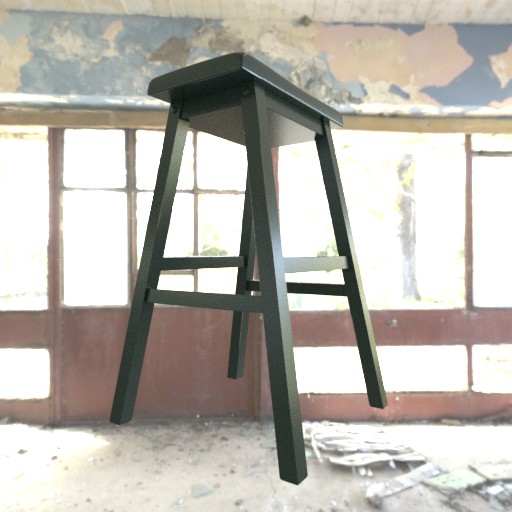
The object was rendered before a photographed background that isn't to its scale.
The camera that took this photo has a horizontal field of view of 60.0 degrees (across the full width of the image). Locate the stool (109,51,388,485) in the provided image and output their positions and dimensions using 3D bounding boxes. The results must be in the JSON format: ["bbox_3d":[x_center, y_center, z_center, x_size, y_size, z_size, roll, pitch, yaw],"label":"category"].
[{"bbox_3d":[0.000,0.000,1.035,0.476,0.737,0.457,0,1,34],"label":"stool"}]
